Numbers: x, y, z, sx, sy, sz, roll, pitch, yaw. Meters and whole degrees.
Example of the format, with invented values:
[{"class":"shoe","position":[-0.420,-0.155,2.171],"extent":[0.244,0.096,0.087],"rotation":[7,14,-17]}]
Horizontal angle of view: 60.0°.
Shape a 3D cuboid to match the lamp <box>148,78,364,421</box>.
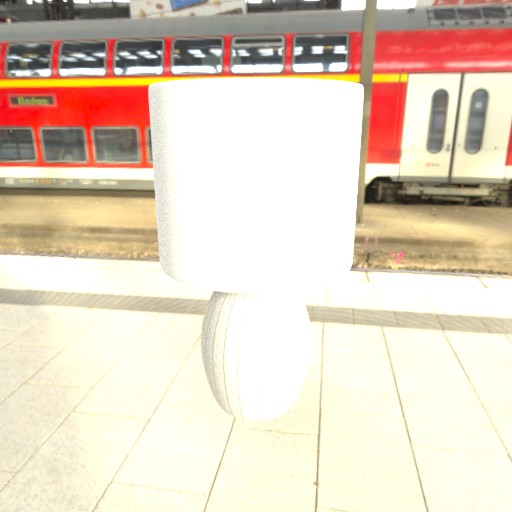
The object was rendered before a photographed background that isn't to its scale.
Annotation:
[{"class":"lamp","position":[0.000,0.000,0.770],"extent":[0.328,0.570,0.328],"rotation":[0,17,0]}]
